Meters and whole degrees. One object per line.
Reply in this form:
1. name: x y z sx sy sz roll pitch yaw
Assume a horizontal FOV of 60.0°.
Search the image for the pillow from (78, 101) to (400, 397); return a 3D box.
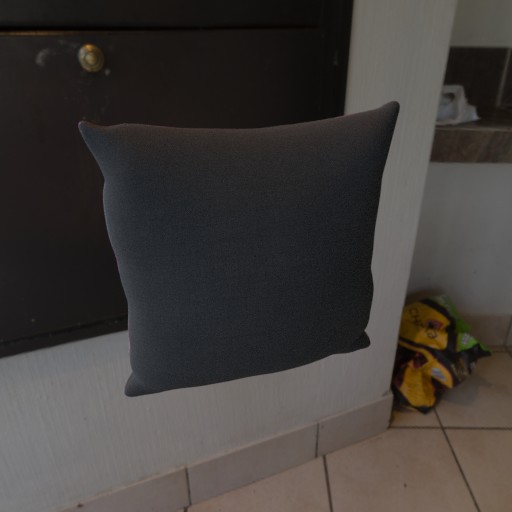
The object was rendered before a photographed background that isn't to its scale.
1. pillow: 0.000 0.000 0.768 0.503 0.496 0.208 -8 28 -15
